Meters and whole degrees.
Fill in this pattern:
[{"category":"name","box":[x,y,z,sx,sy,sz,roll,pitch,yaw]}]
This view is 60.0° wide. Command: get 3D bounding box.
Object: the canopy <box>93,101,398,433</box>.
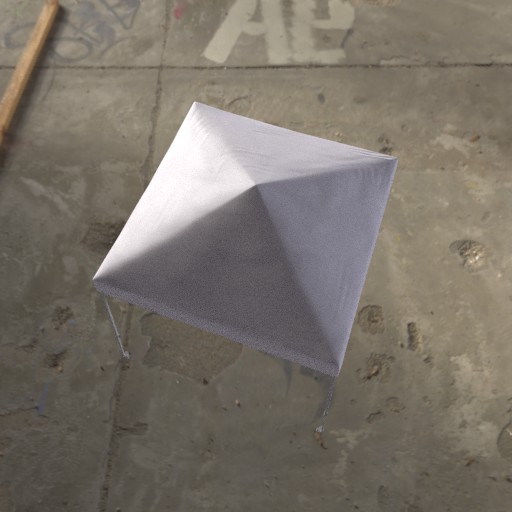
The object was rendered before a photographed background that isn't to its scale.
[{"category":"canopy","box":[0.000,0.000,5.182,2.850,2.850,2.849,18,65,9]}]
